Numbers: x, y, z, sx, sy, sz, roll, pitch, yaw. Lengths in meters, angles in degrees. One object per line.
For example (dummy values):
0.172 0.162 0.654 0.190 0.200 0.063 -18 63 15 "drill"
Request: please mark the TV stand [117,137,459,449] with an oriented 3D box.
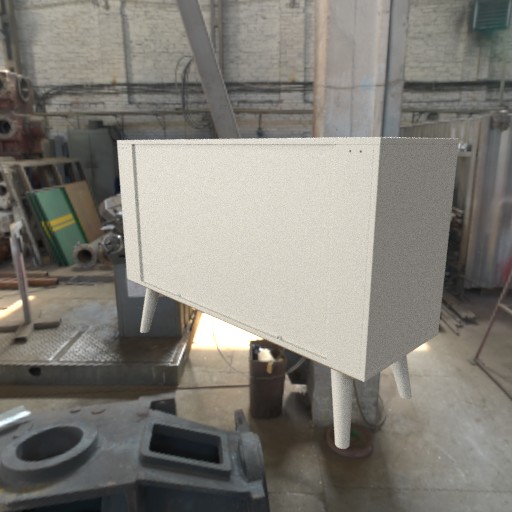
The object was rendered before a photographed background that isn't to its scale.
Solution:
0.000 0.000 1.599 0.406 0.812 1.193 -13 19 -42 "TV stand"
